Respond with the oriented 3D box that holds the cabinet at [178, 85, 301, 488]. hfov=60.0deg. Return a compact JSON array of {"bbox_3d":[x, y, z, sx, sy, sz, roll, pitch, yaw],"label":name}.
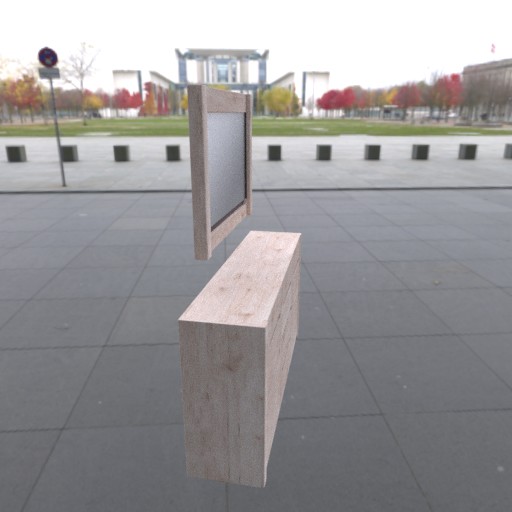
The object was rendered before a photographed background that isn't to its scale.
[{"bbox_3d":[0.000,0.000,2.828,0.420,1.981,1.700,3,18,11],"label":"cabinet"}]
